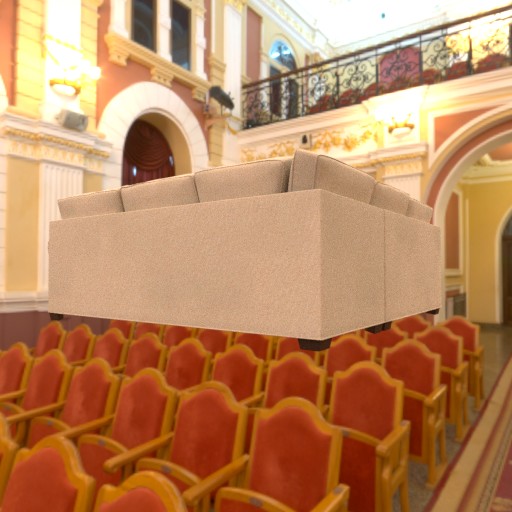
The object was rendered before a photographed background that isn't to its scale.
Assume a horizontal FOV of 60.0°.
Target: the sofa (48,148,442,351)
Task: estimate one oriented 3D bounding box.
[{"bbox_3d":[0.000,0.000,3.908,2.569,1.054,2.487,-1,-2,35],"label":"sofa"}]
